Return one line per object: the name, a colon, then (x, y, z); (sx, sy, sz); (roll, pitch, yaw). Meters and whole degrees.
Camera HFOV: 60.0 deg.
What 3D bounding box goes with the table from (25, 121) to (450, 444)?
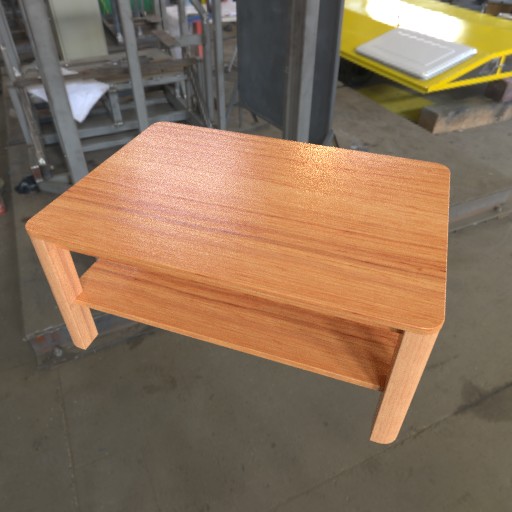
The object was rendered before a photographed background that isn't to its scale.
table: (0.000, 0.000, 1.354); (0.997, 0.445, 0.696); (13, 42, 15)
